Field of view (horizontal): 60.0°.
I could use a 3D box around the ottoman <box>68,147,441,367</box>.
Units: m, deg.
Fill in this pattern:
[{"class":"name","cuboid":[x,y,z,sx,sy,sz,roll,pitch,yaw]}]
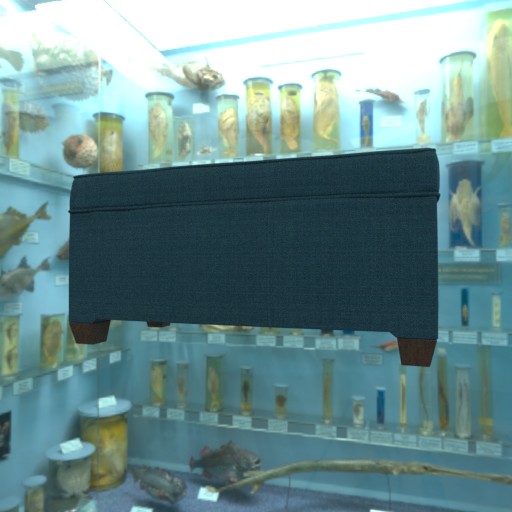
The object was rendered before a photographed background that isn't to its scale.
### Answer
[{"class":"ottoman","cuboid":[0.000,0.000,1.248,0.943,0.474,0.474,0,-2,18]}]
